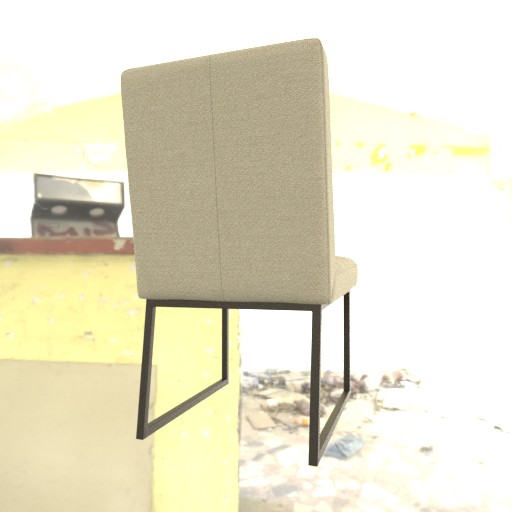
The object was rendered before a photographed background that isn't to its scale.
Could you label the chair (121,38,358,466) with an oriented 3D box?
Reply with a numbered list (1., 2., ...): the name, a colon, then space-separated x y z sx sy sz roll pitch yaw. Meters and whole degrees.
1. chair: 0.000 0.000 1.291 0.520 0.930 0.634 0 -1 19
